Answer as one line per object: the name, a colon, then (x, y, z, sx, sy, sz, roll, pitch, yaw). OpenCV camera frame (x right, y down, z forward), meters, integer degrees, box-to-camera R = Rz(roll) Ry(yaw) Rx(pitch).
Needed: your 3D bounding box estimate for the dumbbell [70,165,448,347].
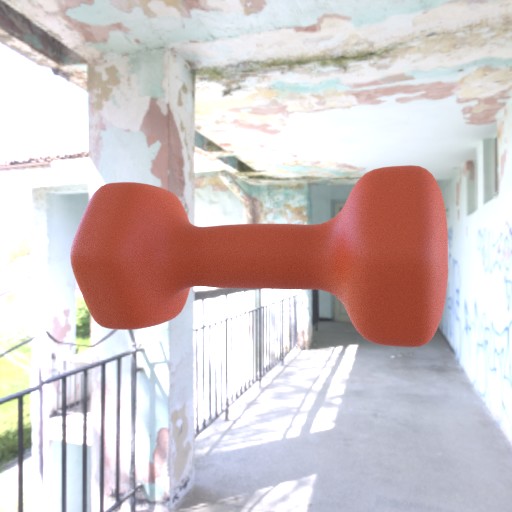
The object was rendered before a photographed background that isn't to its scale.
dumbbell: (0.000, 0.000, 0.205, 0.162, 0.071, 0.079, 0, 0, 19)
